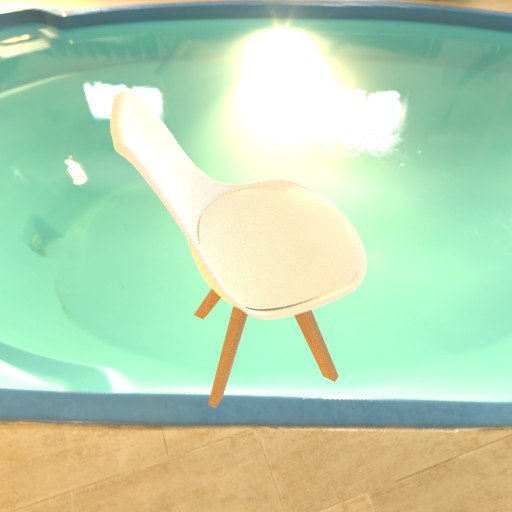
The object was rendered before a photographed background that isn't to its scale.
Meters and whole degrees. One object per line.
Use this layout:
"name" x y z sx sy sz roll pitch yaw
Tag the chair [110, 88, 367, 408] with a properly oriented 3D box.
"chair" 0.000 0.000 1.154 0.550 0.849 0.485 -10 47 -9
